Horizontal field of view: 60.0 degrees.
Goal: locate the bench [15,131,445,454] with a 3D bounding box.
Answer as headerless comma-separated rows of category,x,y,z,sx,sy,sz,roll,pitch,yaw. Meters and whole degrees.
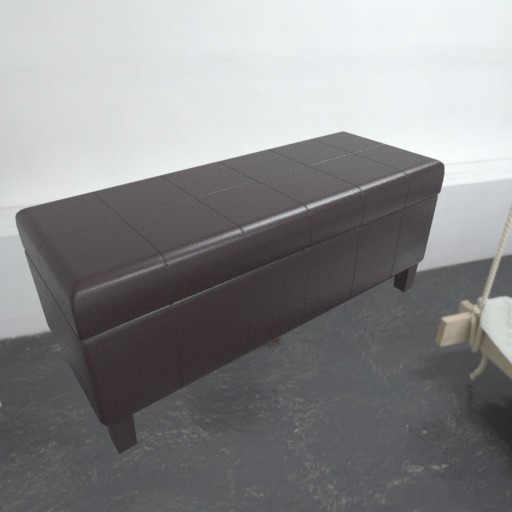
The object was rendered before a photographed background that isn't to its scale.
bench,0.000,0.000,1.268,1.092,0.457,0.429,-21,37,-31
